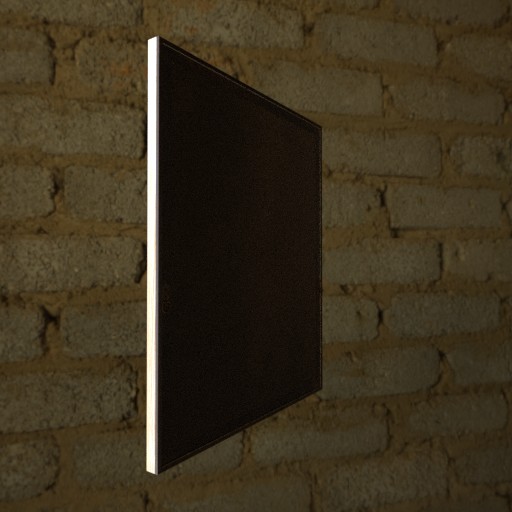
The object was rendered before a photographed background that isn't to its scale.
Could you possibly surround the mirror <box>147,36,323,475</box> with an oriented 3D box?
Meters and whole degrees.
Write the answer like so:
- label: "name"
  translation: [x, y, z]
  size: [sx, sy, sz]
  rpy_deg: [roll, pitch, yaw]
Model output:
- label: "mirror"
  translation: [0.000, 0.000, 1.198]
  size: [0.032, 0.882, 0.730]
  rpy_deg: [-1, -1, 35]
